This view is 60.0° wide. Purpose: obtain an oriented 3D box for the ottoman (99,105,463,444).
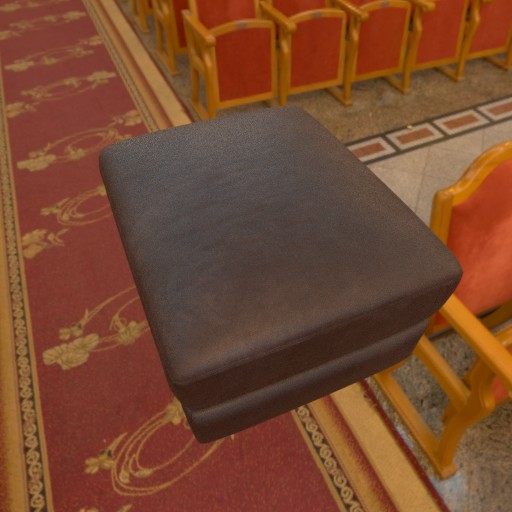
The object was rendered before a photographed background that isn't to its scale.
[{"bbox_3d":[0.000,0.000,1.241,0.670,0.569,0.806,-17,49,-16],"label":"ottoman"}]
